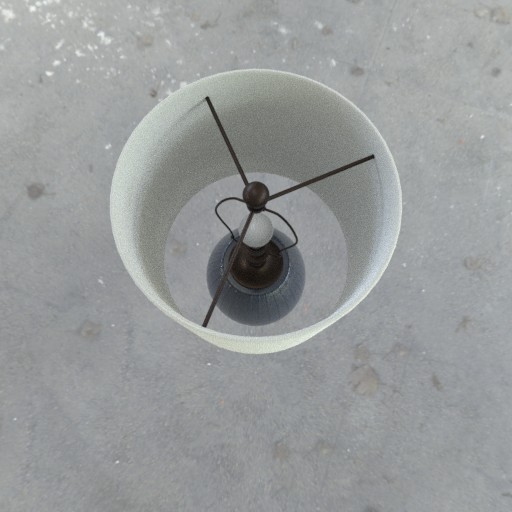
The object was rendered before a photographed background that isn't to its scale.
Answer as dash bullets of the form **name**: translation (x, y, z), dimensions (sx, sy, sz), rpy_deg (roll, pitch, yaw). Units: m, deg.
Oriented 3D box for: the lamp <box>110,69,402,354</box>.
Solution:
- **lamp**: translation (0.000, 0.000, 0.760), dimensions (0.329, 0.570, 0.329), rpy_deg (21, 76, 5)
